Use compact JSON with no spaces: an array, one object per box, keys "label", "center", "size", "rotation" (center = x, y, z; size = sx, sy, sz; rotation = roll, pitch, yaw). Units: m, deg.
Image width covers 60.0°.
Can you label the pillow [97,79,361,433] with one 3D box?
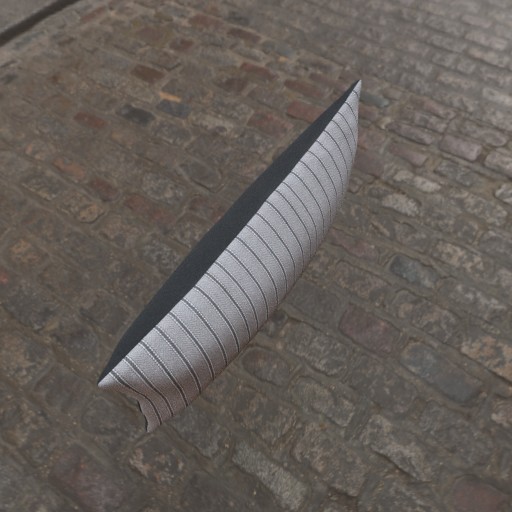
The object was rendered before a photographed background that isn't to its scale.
[{"label":"pillow","center":[0.000,0.000,0.728],"size":[0.151,0.305,0.609],"rotation":[30,62,18]}]
